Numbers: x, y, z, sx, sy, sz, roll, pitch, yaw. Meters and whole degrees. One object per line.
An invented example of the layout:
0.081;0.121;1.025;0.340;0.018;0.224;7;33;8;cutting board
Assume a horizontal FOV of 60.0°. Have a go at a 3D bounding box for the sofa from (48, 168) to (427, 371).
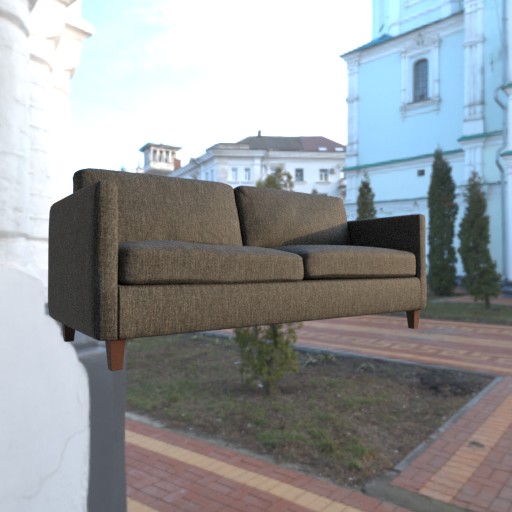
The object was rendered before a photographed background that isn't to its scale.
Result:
0.000;0.000;2.727;2.208;0.960;0.948;1;-1;-35;sofa
